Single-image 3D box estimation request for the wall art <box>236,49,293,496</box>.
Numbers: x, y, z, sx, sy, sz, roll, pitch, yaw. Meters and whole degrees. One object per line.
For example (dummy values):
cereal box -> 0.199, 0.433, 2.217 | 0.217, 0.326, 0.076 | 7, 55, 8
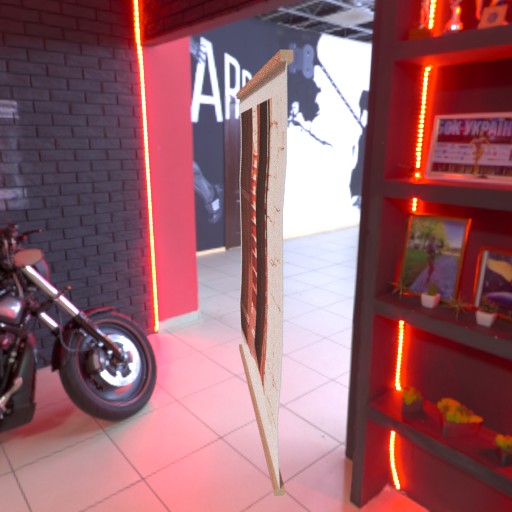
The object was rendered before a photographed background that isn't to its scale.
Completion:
wall art -> 0.000, 0.000, 0.678 | 0.013, 0.508, 0.406 | -2, 15, -8
